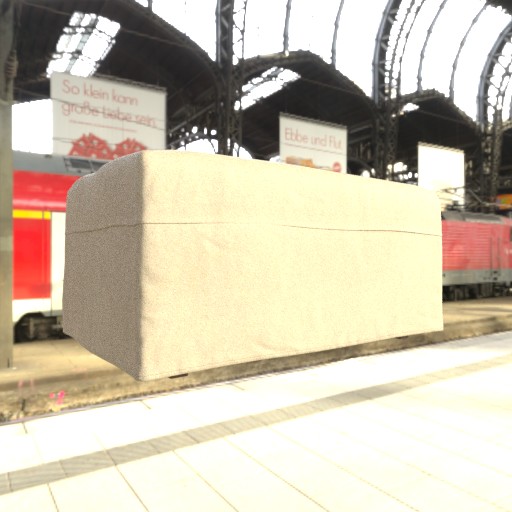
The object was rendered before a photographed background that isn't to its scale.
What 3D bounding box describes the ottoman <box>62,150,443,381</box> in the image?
[{"bbox_3d":[0.000,0.000,1.182,0.872,0.444,0.590,0,0,-35],"label":"ottoman"}]
